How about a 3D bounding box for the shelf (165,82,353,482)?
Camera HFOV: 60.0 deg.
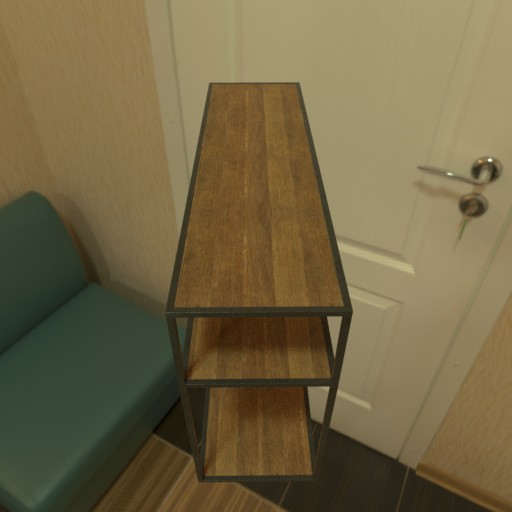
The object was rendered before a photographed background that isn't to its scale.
[{"bbox_3d":[0.000,0.000,1.540,0.361,0.765,1.201,0,41,0],"label":"shelf"}]
